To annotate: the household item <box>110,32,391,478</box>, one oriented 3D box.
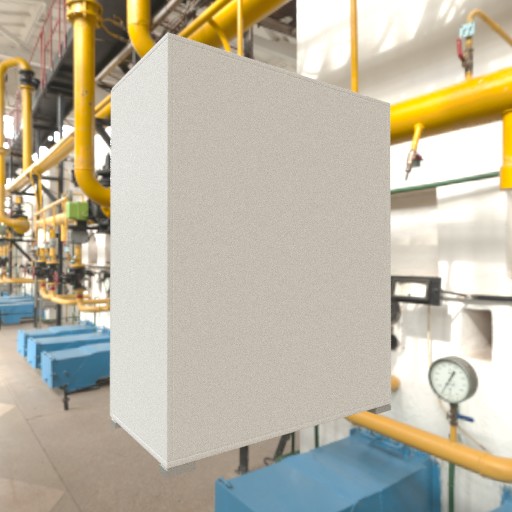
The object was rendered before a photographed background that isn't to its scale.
[{"bbox_3d":[0.000,0.000,1.402,0.790,1.010,0.420,0,-1,-35],"label":"household item"}]
